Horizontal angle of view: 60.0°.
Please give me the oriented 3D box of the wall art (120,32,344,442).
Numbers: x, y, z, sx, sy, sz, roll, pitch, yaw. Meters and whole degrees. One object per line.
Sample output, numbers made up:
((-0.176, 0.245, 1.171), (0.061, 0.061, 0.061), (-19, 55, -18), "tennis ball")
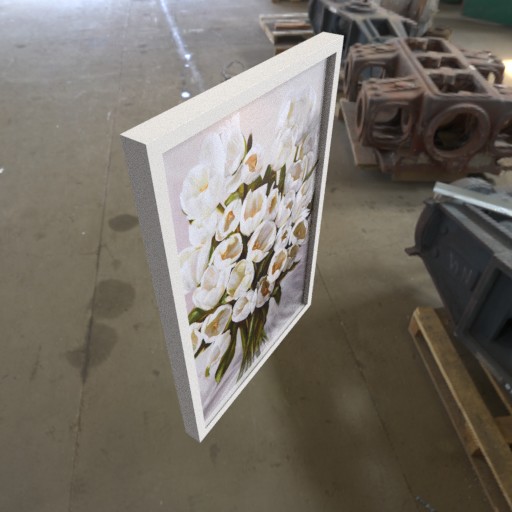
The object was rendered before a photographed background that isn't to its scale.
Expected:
((0.000, 0.000, 0.816), (0.038, 0.657, 0.450), (25, 48, 25), "wall art")
